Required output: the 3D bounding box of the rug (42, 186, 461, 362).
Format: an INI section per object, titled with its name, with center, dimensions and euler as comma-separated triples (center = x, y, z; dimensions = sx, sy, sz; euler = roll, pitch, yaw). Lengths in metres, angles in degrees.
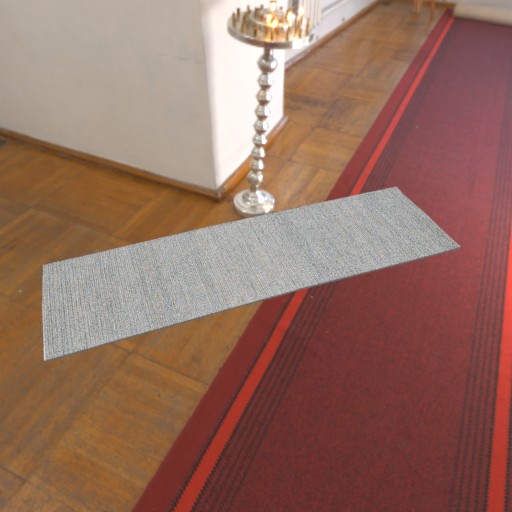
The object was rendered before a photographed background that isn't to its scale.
[rug]
center = 0.000, 0.000, 2.570
dimensions = 2.341, 0.037, 0.675
euler = -14, 45, -14
